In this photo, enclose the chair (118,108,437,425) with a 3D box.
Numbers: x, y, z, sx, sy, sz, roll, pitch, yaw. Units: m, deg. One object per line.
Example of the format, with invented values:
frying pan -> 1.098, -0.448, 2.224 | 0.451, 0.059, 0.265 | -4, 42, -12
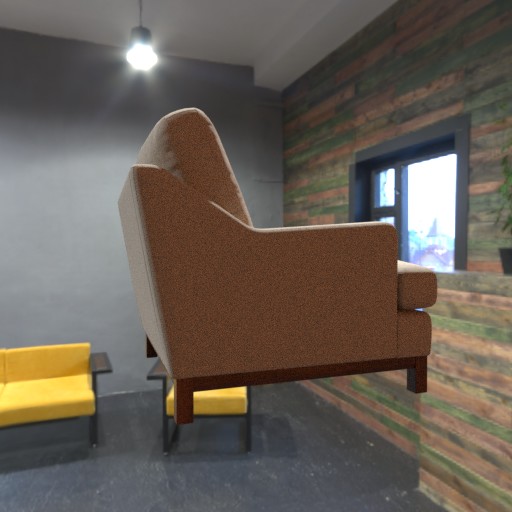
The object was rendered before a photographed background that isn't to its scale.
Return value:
chair -> 0.000, 0.000, 1.737 | 1.001, 0.916, 0.912 | 0, 1, -20
